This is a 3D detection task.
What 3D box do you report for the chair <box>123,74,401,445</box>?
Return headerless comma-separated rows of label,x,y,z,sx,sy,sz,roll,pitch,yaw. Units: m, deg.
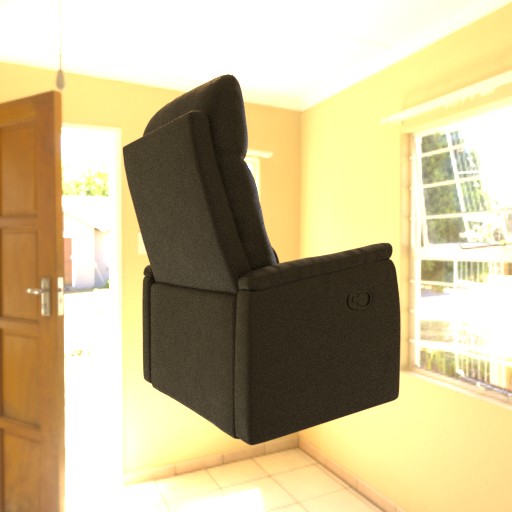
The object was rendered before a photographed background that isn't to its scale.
chair,0.000,0.000,1.662,0.831,1.082,0.775,-1,1,-36
